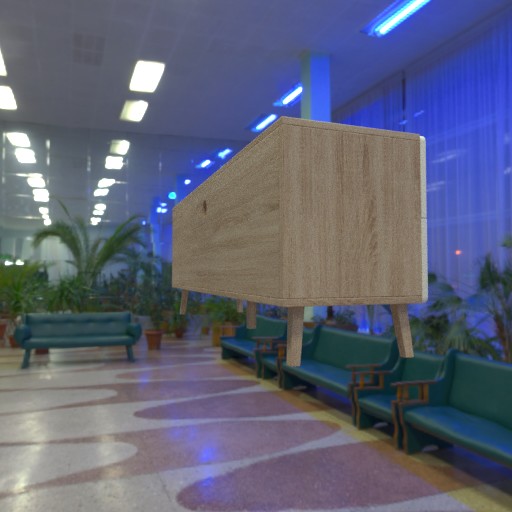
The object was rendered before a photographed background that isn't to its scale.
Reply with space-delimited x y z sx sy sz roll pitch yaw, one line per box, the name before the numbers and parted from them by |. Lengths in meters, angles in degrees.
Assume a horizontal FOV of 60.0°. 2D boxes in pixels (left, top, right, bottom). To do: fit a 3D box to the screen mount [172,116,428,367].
screen mount | 0.000 0.000 1.763 0.420 0.570 1.500 1 -2 -20
